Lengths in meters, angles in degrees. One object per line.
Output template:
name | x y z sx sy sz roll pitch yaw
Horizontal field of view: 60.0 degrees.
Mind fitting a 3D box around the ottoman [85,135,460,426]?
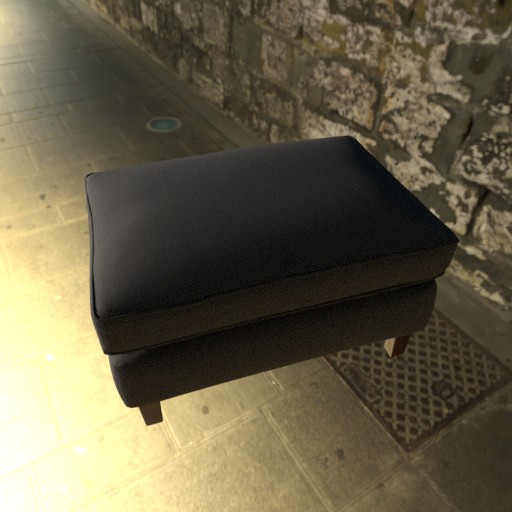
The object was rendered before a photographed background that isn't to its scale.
ottoman | 0.000 0.000 1.010 0.686 0.406 0.508 -12 42 -13
